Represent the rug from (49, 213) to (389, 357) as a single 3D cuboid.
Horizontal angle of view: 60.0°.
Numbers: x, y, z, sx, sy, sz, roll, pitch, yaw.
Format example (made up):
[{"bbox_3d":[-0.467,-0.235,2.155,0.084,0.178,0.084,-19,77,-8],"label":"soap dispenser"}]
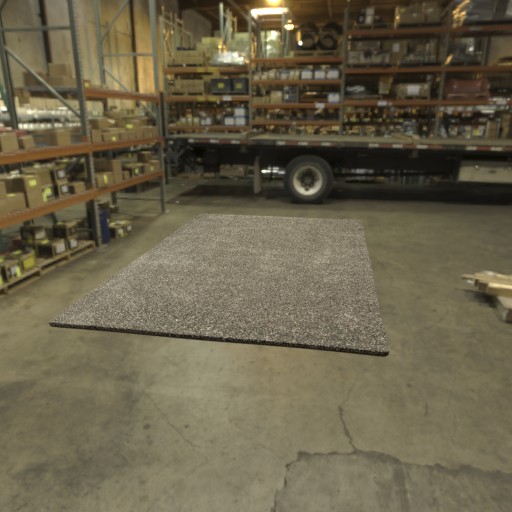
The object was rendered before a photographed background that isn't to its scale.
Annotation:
[{"bbox_3d":[0.000,0.000,2.985,1.502,0.025,2.350,3,18,10],"label":"rug"}]
